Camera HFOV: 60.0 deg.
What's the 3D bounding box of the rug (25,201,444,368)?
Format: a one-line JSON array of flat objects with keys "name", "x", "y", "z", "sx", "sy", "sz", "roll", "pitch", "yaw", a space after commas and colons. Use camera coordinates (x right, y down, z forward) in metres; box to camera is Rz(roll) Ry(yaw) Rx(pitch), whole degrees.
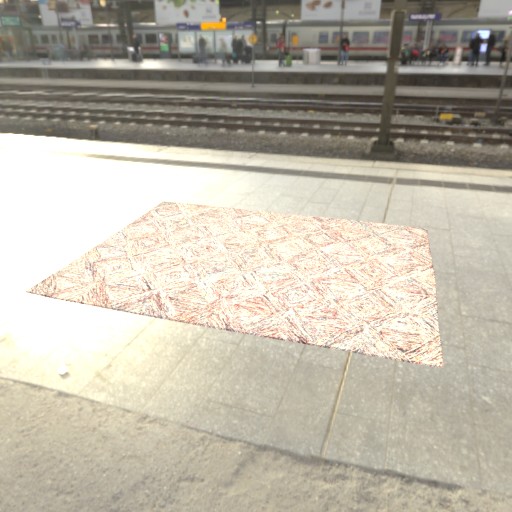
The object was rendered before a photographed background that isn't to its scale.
[{"name": "rug", "x": 0.000, "y": 0.000, "z": 4.232, "sx": 3.226, "sy": 0.024, "sz": 2.436, "roll": 7, "pitch": 27, "yaw": 15}]
